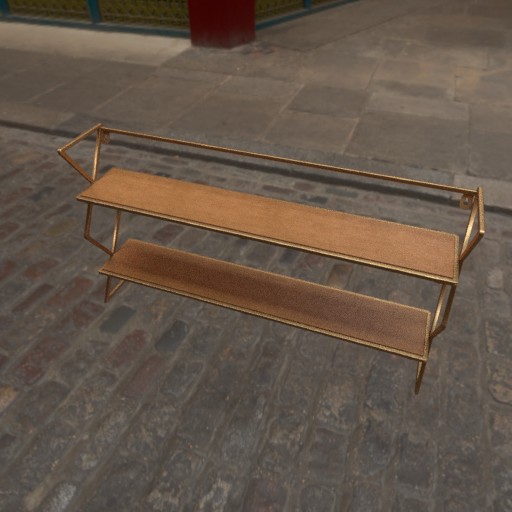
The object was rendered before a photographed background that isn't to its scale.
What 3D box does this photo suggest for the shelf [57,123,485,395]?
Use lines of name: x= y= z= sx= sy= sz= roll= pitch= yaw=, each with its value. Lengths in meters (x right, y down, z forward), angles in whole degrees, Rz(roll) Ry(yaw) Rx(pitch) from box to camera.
shelf: x=0.000 y=0.000 z=1.002 sx=0.822 sy=0.450 sz=0.150 roll=13 pitch=42 yaw=15
